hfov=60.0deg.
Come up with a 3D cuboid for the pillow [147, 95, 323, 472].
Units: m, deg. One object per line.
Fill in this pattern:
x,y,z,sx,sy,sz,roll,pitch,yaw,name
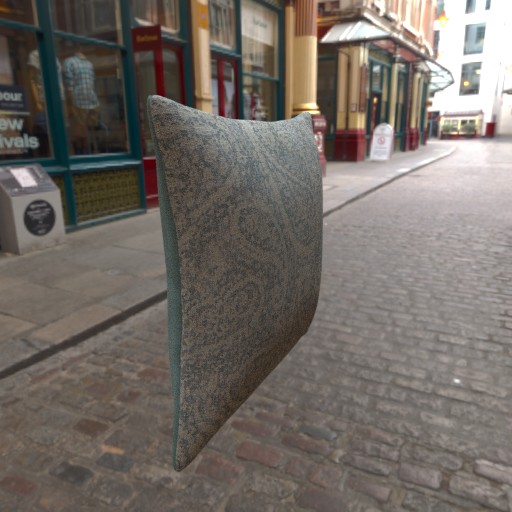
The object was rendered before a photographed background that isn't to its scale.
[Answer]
0.000,0.000,0.787,0.166,0.507,0.526,8,17,25,pillow
